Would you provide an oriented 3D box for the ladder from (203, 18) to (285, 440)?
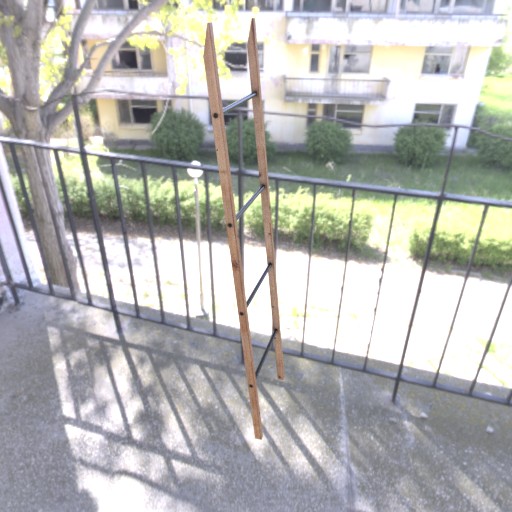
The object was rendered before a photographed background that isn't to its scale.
[{"bbox_3d":[0.000,0.000,1.921,0.200,1.805,0.442,9,31,16],"label":"ladder"}]
